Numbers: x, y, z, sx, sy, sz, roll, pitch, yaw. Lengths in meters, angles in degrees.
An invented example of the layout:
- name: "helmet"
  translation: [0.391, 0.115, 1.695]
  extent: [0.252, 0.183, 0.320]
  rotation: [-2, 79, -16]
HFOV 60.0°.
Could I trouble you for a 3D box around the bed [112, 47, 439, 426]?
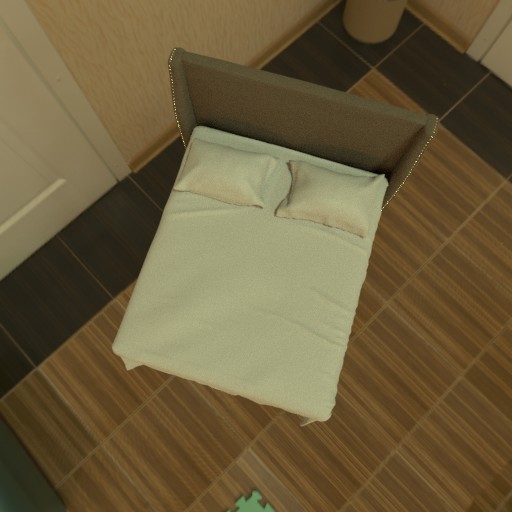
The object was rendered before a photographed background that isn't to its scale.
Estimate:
- name: "bed"
  translation: [0.000, 0.000, 3.399]
  extent: [1.925, 1.332, 2.276]
  rotation: [16, 76, 4]
